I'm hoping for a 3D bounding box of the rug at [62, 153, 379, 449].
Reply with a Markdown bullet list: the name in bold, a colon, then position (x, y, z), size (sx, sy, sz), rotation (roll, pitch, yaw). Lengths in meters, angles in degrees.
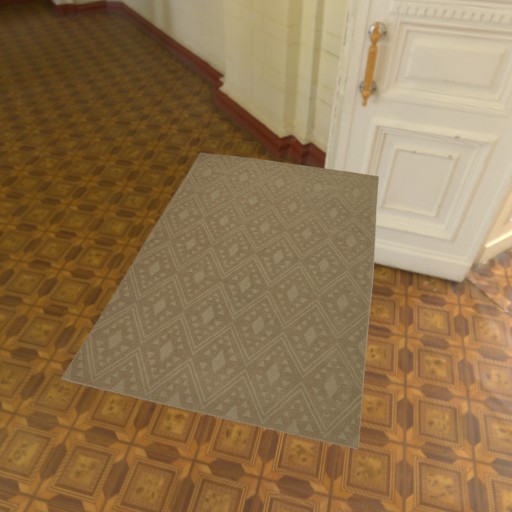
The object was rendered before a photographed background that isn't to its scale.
- **rug**: position (0.000, 0.000, 2.399), size (1.252, 0.034, 1.829), rotation (10, 46, 10)
